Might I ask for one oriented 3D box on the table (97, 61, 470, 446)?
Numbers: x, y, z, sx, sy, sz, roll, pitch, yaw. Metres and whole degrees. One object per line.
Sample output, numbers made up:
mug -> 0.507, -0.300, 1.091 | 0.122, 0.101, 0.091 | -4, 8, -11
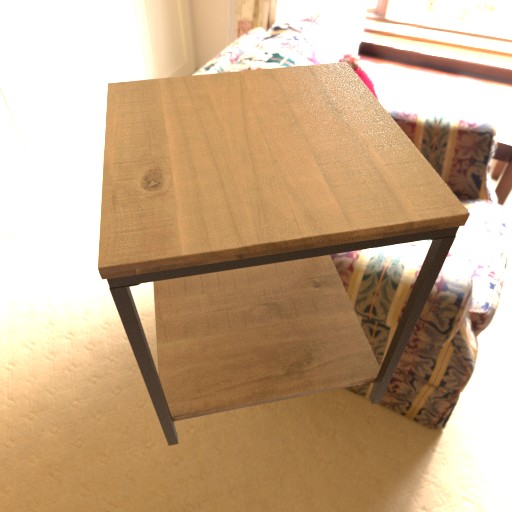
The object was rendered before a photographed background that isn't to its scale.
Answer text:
table -> 0.000, 0.000, 0.964 | 0.503, 0.589, 0.507 | -8, 47, -8
